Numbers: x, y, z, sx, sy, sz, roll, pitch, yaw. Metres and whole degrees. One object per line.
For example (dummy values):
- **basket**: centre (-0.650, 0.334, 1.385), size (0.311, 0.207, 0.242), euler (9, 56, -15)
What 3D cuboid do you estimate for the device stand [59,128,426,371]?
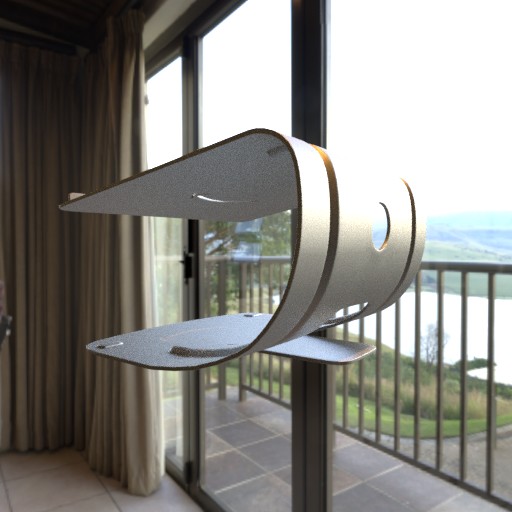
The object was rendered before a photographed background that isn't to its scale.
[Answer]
- **device stand**: centre (0.000, 0.000, 0.405), size (0.236, 0.155, 0.256), euler (1, 2, 37)
